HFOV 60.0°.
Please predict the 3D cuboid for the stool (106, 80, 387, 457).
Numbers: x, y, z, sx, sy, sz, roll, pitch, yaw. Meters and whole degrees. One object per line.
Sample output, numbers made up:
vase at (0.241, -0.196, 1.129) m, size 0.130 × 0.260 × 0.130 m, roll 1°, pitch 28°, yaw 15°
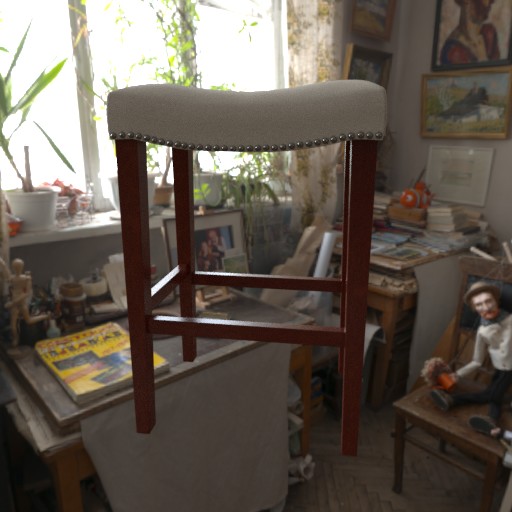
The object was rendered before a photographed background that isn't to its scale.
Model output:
stool at (0.000, 0.000, 1.023) m, size 0.504 × 0.742 × 0.372 m, roll 2°, pitch 15°, yaw 9°
